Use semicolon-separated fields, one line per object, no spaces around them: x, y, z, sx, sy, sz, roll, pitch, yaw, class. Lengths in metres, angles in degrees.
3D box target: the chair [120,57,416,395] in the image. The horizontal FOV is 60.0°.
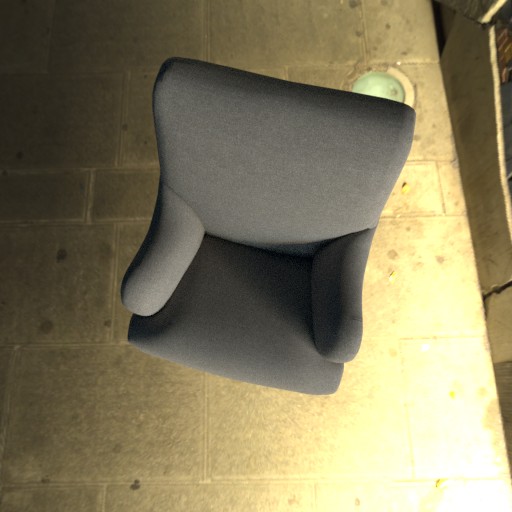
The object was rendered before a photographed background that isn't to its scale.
0.000;0.000;1.540;0.766;0.942;0.843;13;75;4;chair
